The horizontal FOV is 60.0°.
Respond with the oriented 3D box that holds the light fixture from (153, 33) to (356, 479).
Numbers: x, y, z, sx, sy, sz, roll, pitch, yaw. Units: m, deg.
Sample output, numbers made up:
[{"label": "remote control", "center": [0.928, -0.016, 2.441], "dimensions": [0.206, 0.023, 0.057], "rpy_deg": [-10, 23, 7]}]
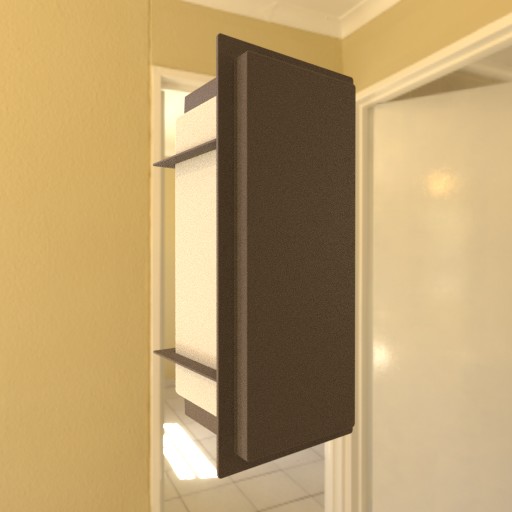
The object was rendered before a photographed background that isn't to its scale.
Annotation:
[{"label": "light fixture", "center": [0.000, 0.000, 0.434], "dimensions": [0.153, 0.347, 0.146], "rpy_deg": [0, 1, -36]}]
